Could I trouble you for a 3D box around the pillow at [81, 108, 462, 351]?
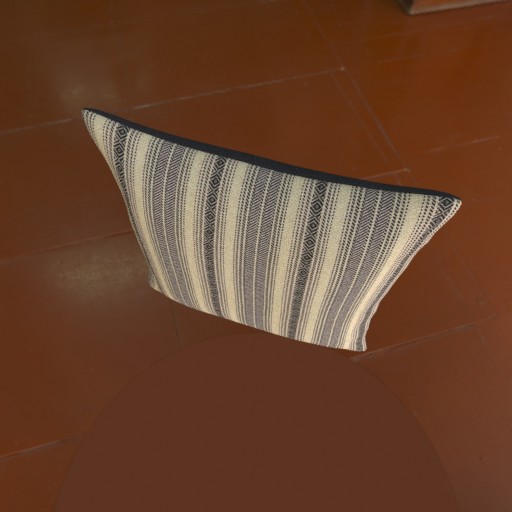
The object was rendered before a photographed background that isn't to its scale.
[{"bbox_3d":[0.000,0.000,0.788,0.520,0.508,0.166,16,60,9],"label":"pillow"}]
